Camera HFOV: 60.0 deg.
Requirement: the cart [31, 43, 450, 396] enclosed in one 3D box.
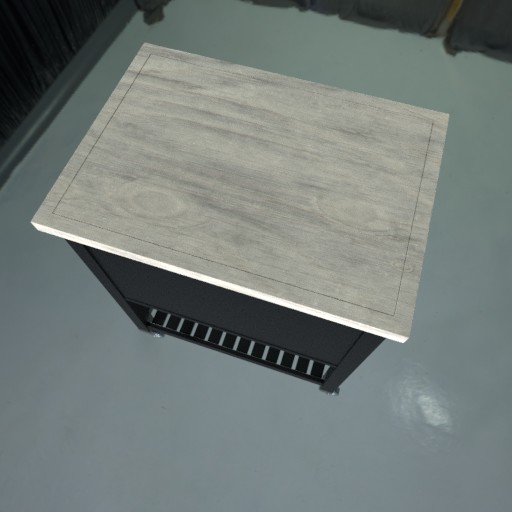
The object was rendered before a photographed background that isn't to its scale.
[{"bbox_3d":[0.000,0.000,1.394,0.797,0.920,0.567,16,65,8],"label":"cart"}]
